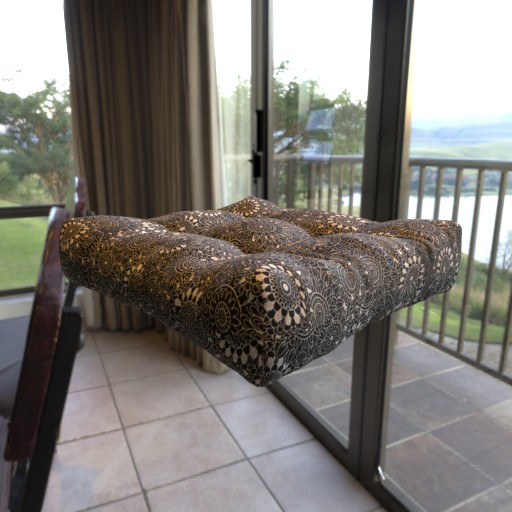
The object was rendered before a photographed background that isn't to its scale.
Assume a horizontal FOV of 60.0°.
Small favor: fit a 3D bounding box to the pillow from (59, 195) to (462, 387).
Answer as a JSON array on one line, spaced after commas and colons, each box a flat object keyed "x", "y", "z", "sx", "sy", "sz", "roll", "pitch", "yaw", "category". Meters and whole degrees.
[{"x": 0.000, "y": 0.000, "z": 0.717, "sx": 0.468, "sy": 0.128, "sz": 0.490, "roll": -14, "pitch": 20, "yaw": -43, "category": "pillow"}]
